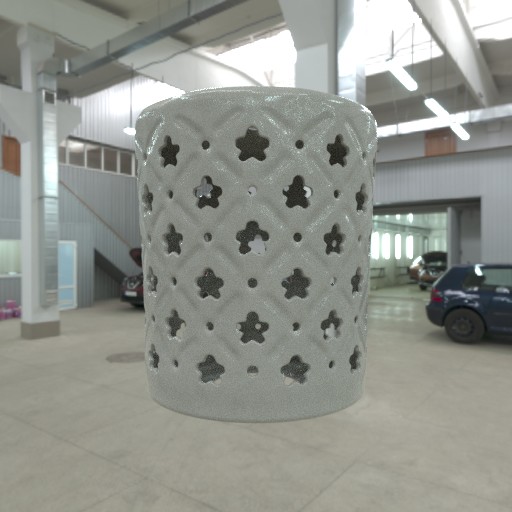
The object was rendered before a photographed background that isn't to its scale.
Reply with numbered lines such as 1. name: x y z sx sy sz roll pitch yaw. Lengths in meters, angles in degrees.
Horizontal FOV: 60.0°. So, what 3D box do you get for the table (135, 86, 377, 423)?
1. table: 0.000 0.000 0.662 0.352 0.387 0.352 0 0 0
